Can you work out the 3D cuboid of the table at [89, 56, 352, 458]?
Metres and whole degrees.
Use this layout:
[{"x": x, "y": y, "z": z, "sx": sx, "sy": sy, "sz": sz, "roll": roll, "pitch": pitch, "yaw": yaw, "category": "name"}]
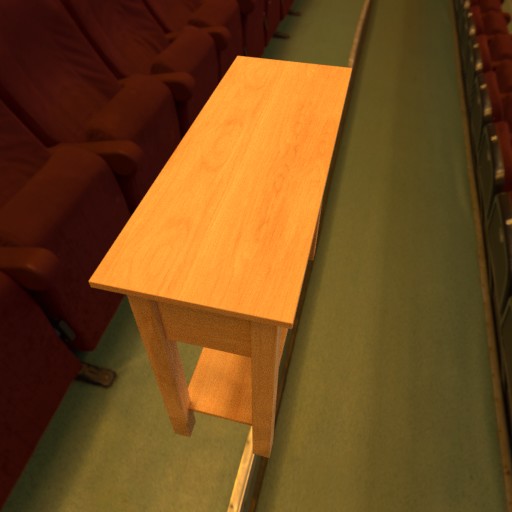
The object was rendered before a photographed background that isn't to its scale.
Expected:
[{"x": 0.000, "y": 0.000, "z": 1.259, "sx": 0.340, "sy": 0.728, "sz": 0.900, "roll": 10, "pitch": 48, "yaw": 10, "category": "table"}]
